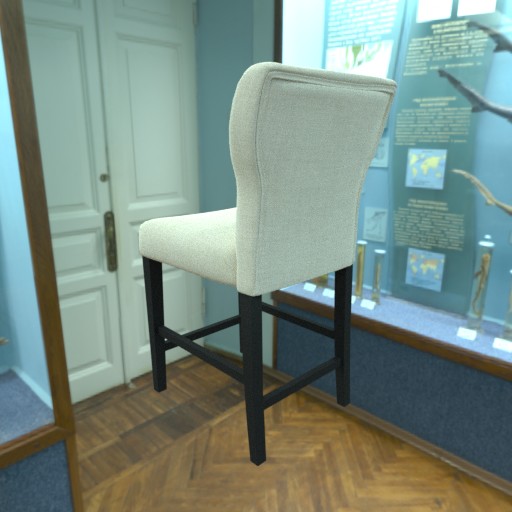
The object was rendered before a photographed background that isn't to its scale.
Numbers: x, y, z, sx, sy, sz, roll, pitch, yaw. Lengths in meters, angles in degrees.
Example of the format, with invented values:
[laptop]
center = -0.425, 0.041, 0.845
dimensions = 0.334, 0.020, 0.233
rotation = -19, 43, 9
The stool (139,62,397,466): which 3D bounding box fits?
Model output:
[stool]
center = 0.000, 0.000, 1.314
dimensions = 0.514, 0.972, 0.603
rotation = -14, 20, -42
